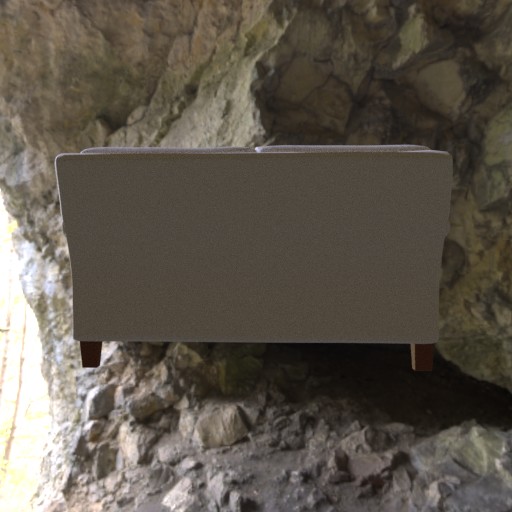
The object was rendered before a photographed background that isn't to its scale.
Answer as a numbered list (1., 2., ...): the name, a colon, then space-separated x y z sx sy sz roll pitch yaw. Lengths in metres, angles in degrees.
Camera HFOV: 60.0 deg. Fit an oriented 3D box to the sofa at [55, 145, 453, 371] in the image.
1. sofa: 0.000 0.000 2.494 1.853 1.101 1.084 0 1 2
